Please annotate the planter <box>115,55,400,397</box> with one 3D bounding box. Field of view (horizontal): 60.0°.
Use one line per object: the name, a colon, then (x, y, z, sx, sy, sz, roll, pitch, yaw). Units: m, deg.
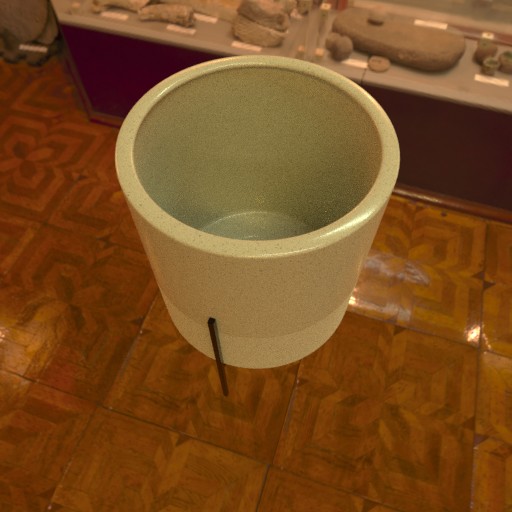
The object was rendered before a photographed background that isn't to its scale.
planter: (0.000, 0.000, 0.689, 0.314, 0.475, 0.323, 17, 59, 11)
